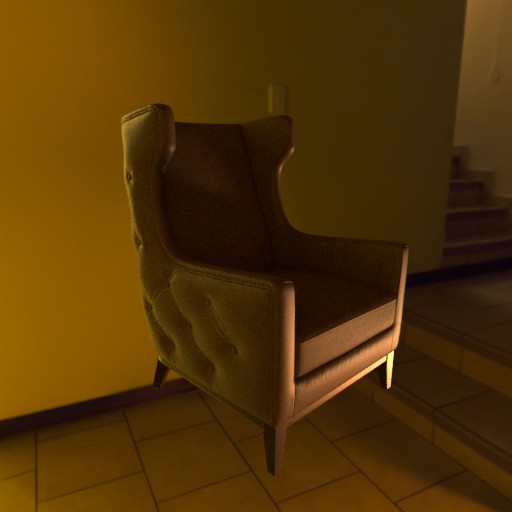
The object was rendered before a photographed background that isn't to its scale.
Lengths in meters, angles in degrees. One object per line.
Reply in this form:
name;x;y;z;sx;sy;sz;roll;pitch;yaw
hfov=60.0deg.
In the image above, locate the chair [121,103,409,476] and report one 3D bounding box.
chair;0.000;0.000;1.690;0.899;1.079;0.769;12;18;43
